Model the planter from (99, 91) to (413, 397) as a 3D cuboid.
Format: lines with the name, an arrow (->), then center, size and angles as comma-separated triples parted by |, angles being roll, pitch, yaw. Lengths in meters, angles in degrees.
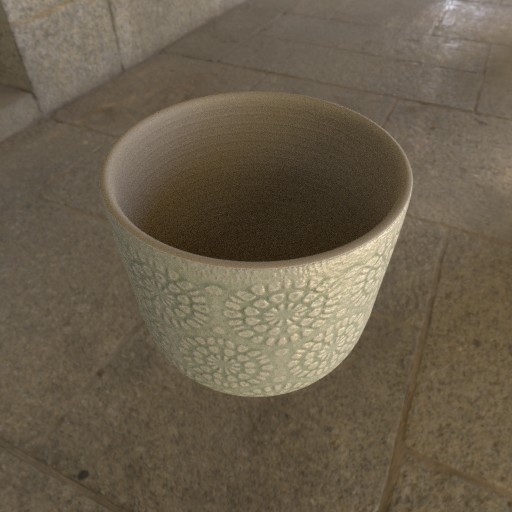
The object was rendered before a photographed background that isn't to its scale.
planter -> 0.000, 0.000, 0.299 | 0.169, 0.153, 0.169 | 0, 45, 0
